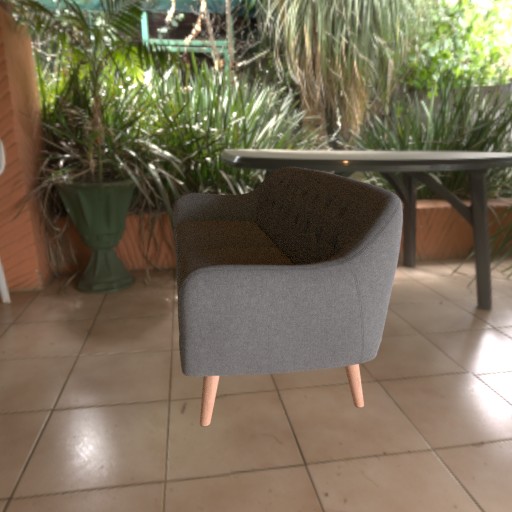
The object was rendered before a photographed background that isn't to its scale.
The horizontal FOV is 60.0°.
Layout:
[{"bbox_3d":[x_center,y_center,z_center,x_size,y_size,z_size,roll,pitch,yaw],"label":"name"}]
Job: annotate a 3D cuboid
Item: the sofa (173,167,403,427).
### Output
[{"bbox_3d":[0.000,0.000,2.258,0.820,0.820,1.840,-3,15,-10],"label":"sofa"}]
